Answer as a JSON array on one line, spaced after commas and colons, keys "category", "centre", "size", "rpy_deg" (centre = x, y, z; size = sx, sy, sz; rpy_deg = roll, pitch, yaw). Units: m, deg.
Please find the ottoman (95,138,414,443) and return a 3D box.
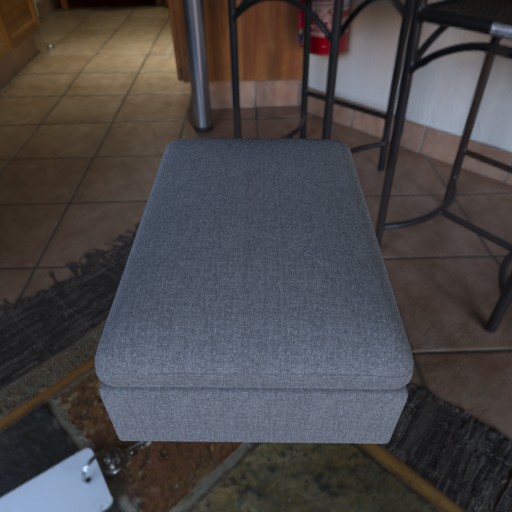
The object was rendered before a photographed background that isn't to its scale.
[{"category": "ottoman", "centre": [0.000, 0.000, 1.410], "size": [0.711, 0.483, 1.041], "rpy_deg": [0, 42, 0]}]
